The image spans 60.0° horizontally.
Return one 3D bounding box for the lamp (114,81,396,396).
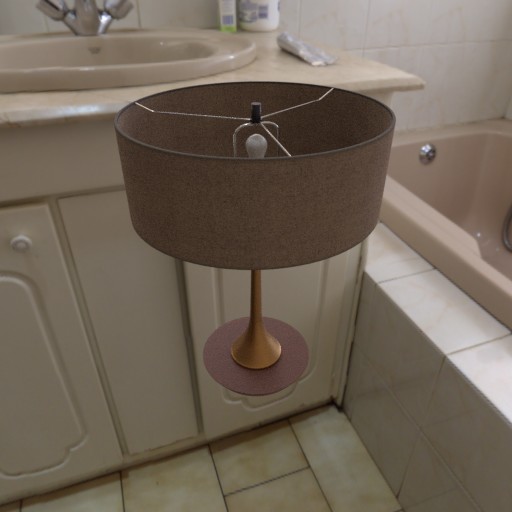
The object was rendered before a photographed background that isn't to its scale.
[{"bbox_3d":[0.000,0.000,0.820,0.417,0.551,0.396,-10,35,-14],"label":"lamp"}]
